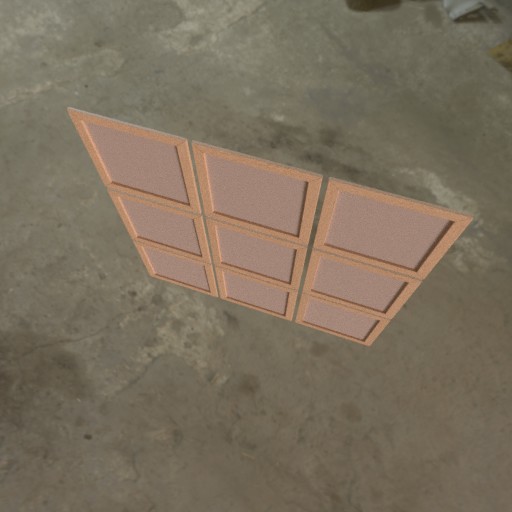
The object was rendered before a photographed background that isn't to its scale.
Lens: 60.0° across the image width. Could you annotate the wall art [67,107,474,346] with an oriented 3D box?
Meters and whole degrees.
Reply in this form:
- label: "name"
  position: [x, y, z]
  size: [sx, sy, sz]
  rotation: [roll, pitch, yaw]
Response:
- label: "wall art"
  position: [0.000, 0.000, 2.245]
  size: [1.519, 1.507, 0.014]
  rotation: [17, 64, 9]
